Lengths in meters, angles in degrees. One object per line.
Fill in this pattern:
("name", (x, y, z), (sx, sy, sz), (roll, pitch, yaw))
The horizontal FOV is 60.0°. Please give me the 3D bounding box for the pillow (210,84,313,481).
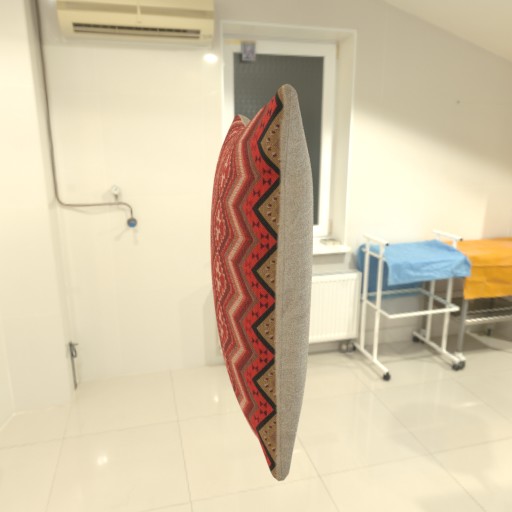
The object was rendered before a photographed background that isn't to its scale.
("pillow", (0.000, 0.000, 0.781), (0.158, 0.511, 0.513), (-2, 15, -8))
